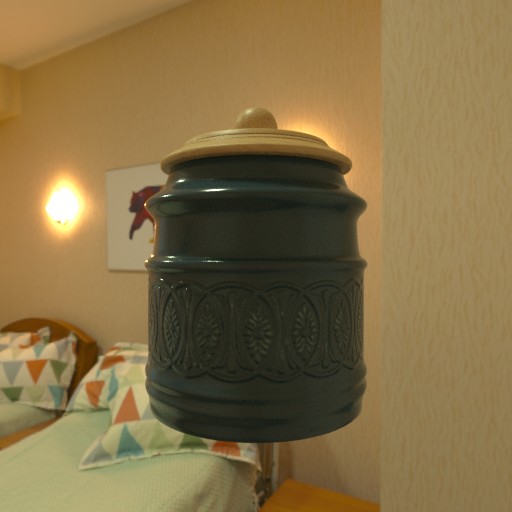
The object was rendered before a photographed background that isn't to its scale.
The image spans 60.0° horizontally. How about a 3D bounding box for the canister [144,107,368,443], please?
[{"bbox_3d":[0.000,0.000,0.266,0.130,0.176,0.130,0,0,0],"label":"canister"}]
